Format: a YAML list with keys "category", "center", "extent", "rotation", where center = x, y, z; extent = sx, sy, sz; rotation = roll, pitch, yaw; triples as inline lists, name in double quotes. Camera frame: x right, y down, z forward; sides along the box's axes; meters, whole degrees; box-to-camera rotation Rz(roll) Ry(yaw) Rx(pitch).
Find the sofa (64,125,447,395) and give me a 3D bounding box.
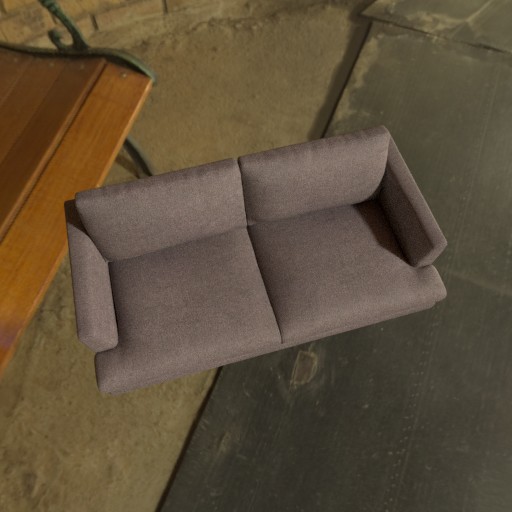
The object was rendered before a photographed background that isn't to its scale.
- category: "sofa"
  center: [0.000, 0.000, 2.542]
  extent: [1.948, 0.868, 1.020]
  rotation: [-14, 65, -7]
